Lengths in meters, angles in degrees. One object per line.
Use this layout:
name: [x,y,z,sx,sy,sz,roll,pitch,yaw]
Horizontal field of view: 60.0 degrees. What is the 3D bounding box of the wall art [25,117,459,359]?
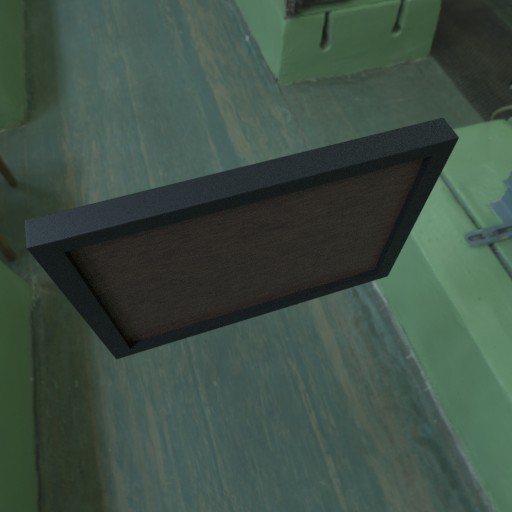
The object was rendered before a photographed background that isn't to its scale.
wall art: [0.000,0.000,0.861,0.671,0.456,0.051,-16,59,-10]
